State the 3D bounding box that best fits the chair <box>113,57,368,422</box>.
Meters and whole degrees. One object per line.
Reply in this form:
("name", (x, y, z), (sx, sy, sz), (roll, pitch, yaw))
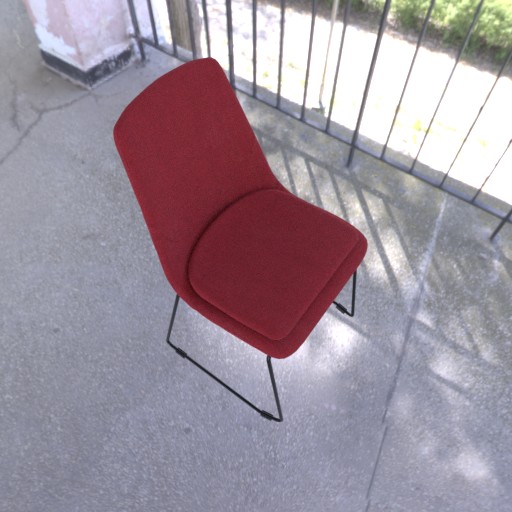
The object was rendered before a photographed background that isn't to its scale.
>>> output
("chair", (0.000, 0.000, 1.180), (0.518, 0.858, 0.479), (31, 62, 19))
